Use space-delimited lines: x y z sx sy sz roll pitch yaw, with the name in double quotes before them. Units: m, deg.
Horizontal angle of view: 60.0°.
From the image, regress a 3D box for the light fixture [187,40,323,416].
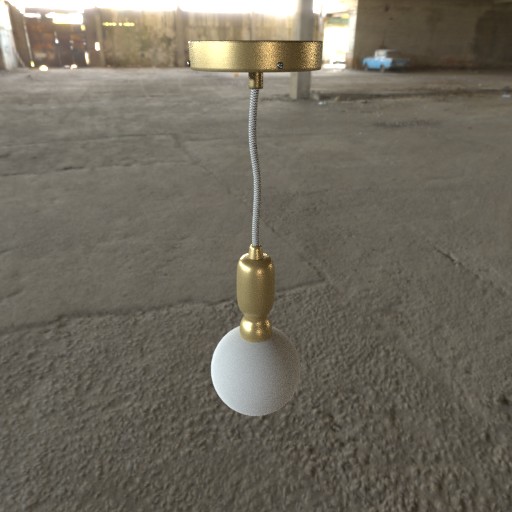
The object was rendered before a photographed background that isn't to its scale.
"light fixture" 0.000 0.000 0.585 0.147 0.510 0.146 -8 27 -17
